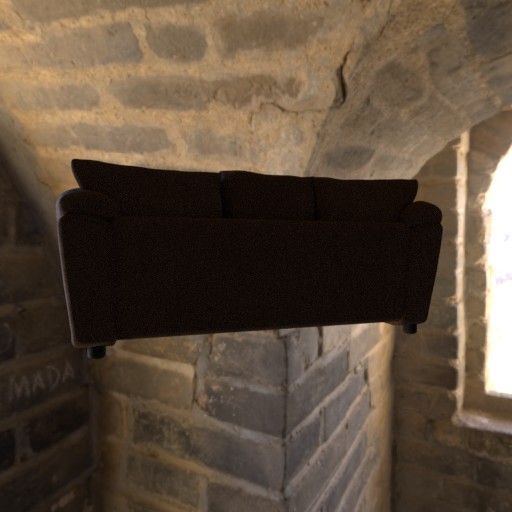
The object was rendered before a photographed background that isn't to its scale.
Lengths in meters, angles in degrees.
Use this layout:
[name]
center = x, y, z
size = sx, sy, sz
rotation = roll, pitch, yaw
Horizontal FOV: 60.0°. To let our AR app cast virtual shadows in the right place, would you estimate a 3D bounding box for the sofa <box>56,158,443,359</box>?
[sofa]
center = 0.000, 0.000, 2.834
size = 2.336, 1.015, 0.878
rotation = 0, 1, -19
